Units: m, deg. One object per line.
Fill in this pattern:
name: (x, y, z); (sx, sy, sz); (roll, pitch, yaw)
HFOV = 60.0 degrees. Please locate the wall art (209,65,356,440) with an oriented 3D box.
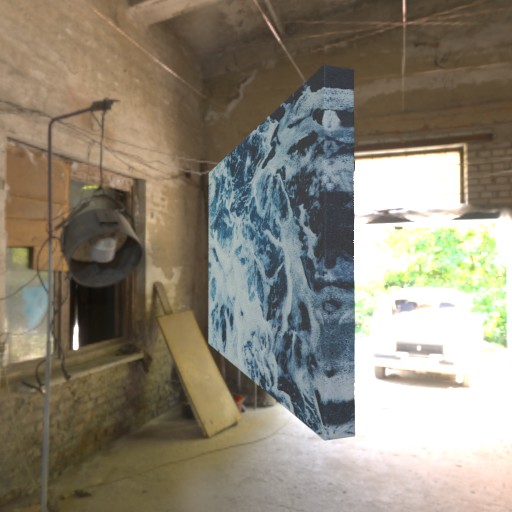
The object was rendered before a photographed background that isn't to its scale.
wall art: (0.000, 0.000, 0.772); (0.043, 0.407, 0.609); (0, -1, -18)
